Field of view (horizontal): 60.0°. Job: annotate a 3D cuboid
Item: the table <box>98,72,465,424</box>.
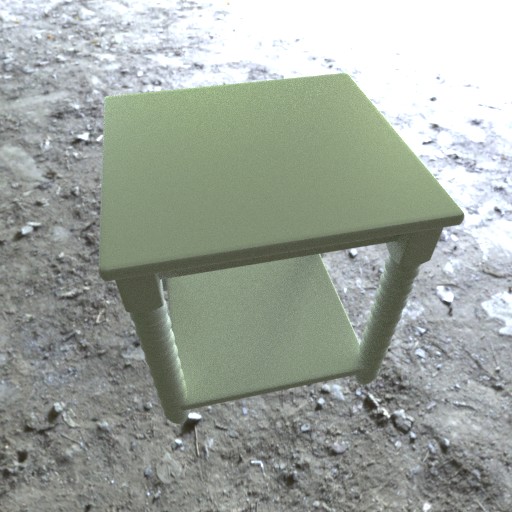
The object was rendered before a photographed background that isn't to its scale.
[{"bbox_3d":[0.000,0.000,0.985,0.533,0.563,0.500,-9,47,-9],"label":"table"}]
